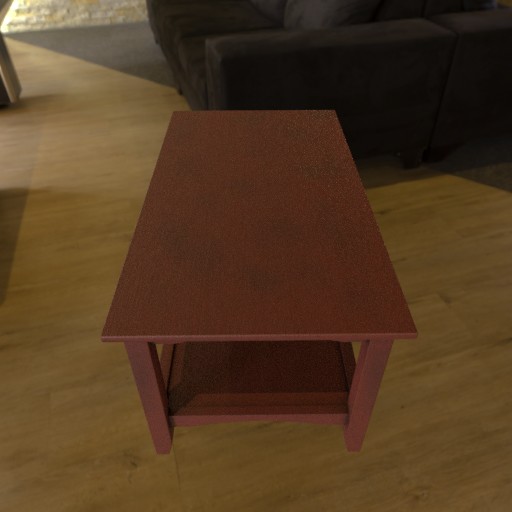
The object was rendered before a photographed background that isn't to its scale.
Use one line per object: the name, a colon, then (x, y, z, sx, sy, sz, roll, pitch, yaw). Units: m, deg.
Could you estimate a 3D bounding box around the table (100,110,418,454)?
table: (0.000, 0.000, 1.244, 0.533, 0.456, 0.943, -1, 40, -1)
